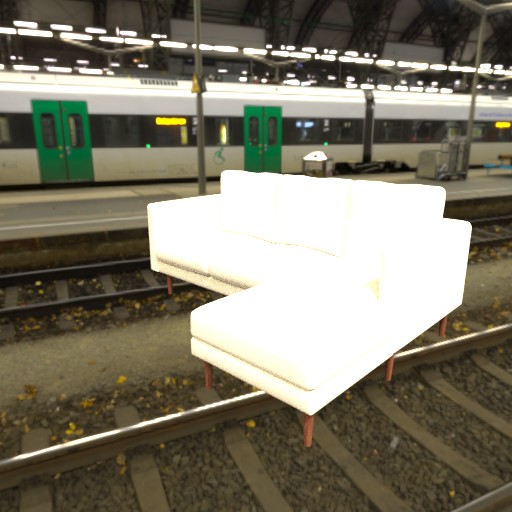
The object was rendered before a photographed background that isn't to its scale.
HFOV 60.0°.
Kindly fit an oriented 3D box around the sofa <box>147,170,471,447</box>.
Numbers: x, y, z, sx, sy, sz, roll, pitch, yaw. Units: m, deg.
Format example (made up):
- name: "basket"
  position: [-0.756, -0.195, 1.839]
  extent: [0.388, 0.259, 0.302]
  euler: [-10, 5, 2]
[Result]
- name: "sofa"
  position: [0.000, 0.000, 2.773]
  extent: [2.029, 0.899, 1.580]
  euler: [14, 21, 41]
